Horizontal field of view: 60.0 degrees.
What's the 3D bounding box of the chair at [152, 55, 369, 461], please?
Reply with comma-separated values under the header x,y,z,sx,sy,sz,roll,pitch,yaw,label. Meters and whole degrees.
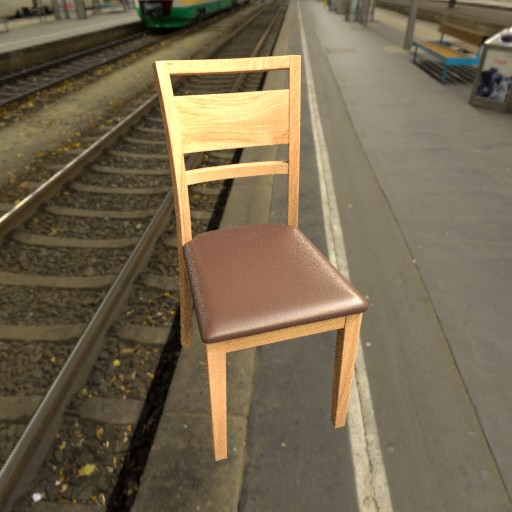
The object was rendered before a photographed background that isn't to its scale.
x,y,z,sx,sy,sz,roll,pitch,yaw,label
0.000,0.000,1.212,0.420,0.940,0.545,-9,33,-14,chair
